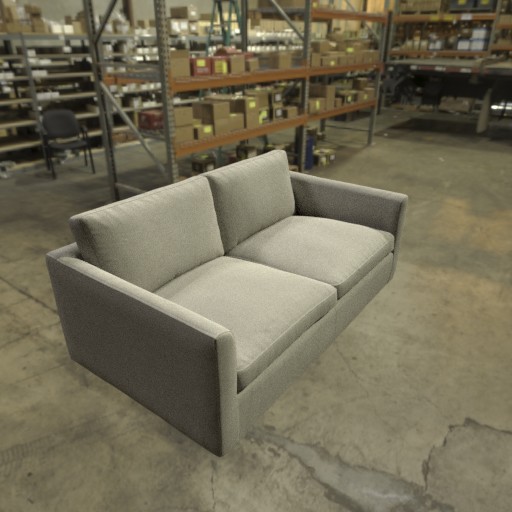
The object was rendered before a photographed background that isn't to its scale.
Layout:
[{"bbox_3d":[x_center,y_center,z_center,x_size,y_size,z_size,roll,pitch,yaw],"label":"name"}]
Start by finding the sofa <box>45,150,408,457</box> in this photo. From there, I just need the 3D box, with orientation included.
[{"bbox_3d":[0.000,0.000,2.568,1.091,0.839,1.905,18,32,32],"label":"sofa"}]
